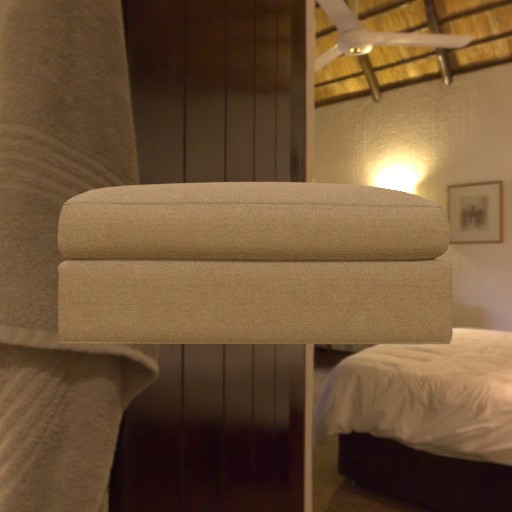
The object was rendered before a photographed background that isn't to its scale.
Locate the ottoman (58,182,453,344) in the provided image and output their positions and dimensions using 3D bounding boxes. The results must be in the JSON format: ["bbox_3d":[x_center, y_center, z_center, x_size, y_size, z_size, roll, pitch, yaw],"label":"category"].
[{"bbox_3d":[0.000,0.000,1.646,1.041,0.470,1.041,0,-1,1],"label":"ottoman"}]
